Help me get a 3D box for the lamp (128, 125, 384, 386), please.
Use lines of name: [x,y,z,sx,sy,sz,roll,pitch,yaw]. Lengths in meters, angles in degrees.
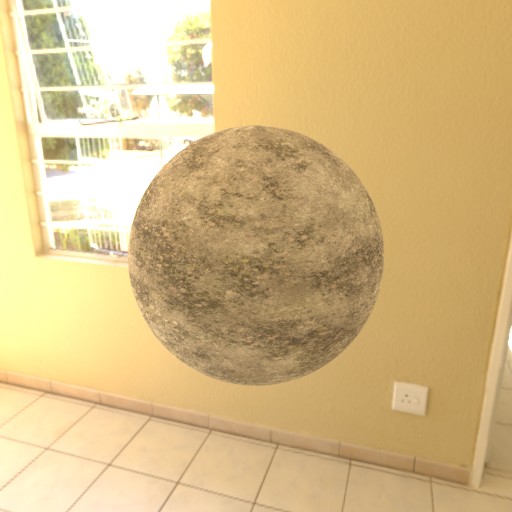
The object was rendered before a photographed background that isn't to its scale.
lamp: [0.000,0.000,0.759,0.422,0.429,0.422,0,17,0]
